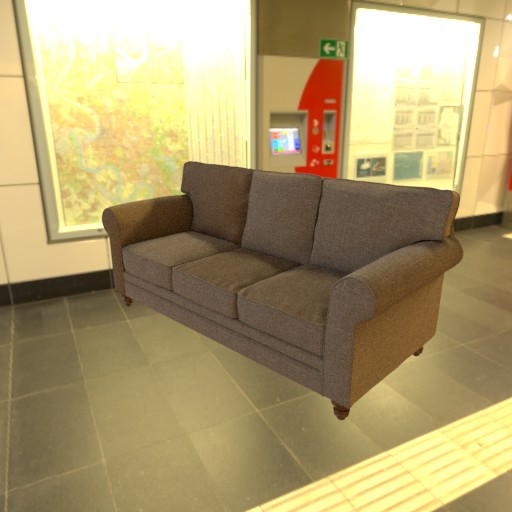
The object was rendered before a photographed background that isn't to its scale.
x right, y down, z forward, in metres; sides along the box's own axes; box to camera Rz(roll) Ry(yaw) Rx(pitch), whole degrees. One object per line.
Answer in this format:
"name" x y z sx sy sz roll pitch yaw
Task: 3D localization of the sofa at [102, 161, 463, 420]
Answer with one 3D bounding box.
"sofa" 0.000 0.000 2.660 2.084 0.961 0.916 16 24 41
